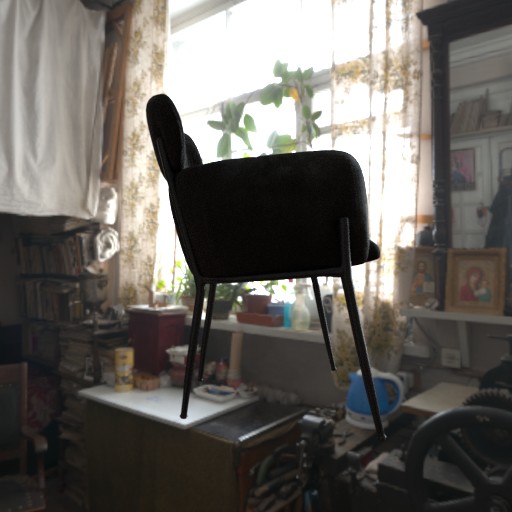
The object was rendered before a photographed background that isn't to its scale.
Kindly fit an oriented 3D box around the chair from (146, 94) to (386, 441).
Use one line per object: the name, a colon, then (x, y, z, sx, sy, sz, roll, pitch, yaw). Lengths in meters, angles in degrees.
chair: (0.000, 0.000, 1.281, 0.604, 0.818, 0.640, 0, 0, 0)
